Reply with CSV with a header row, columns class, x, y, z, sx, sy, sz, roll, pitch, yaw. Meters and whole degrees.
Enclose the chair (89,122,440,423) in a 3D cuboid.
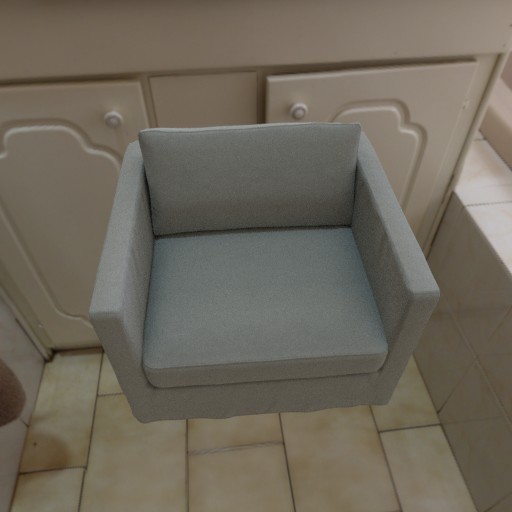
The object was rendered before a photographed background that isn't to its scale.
class,x,y,z,sx,sy,sz,roll,pitch,yaw
chair,0.000,0.000,1.774,1.057,0.863,0.949,-3,47,-3
